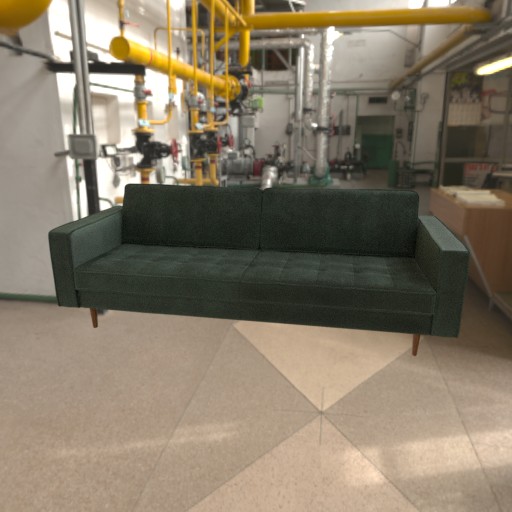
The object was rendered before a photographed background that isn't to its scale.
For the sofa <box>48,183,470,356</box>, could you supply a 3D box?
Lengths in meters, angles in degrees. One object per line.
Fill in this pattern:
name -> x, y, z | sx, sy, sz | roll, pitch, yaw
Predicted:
sofa -> 0.000, 0.000, 2.682 | 2.214, 0.781, 0.886 | 3, 16, 10
